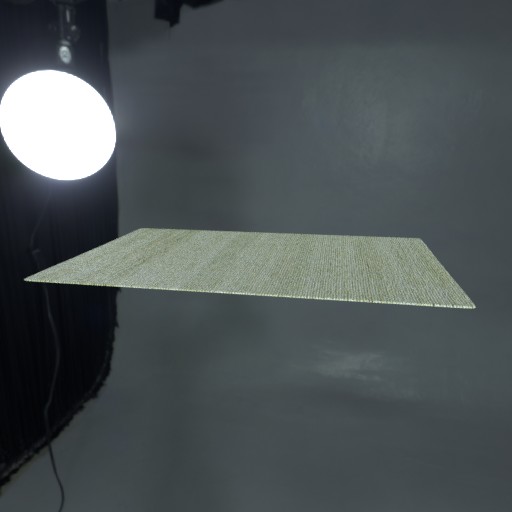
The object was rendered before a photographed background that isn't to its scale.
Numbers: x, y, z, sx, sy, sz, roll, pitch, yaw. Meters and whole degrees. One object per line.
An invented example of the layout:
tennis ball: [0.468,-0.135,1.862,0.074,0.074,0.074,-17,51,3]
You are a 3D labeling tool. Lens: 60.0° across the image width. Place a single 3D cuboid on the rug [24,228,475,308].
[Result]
rug: [0.000,0.000,2.220,1.758,0.010,1.143,3,15,10]
